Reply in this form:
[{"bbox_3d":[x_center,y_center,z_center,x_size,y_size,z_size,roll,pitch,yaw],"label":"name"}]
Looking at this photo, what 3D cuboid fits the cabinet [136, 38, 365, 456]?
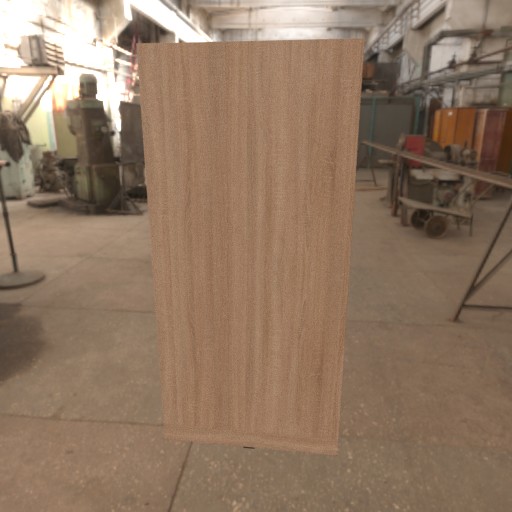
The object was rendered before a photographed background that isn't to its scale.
[{"bbox_3d":[0.000,0.000,2.504,1.001,2.121,0.590,2,17,8],"label":"cabinet"}]
